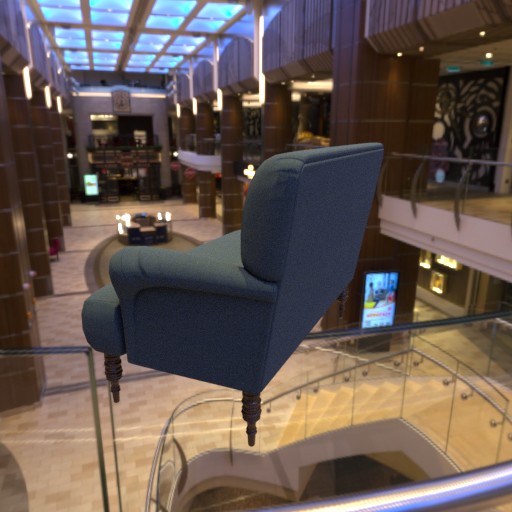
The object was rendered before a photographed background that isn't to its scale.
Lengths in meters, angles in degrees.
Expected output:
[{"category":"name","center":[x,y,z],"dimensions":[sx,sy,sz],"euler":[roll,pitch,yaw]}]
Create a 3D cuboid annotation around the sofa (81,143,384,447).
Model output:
[{"category":"sofa","center":[0.000,0.000,1.823],"dimensions":[0.779,0.889,1.297],"euler":[7,17,24]}]
